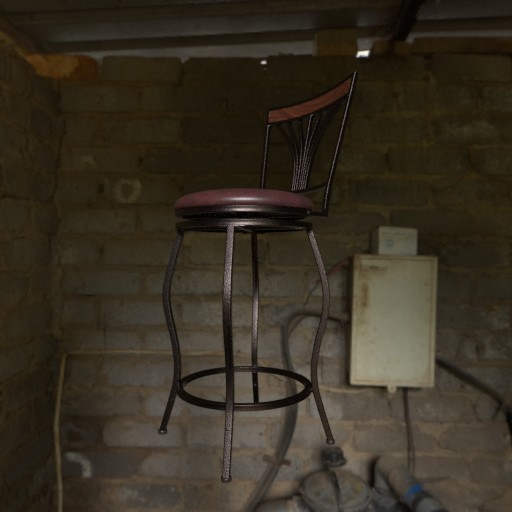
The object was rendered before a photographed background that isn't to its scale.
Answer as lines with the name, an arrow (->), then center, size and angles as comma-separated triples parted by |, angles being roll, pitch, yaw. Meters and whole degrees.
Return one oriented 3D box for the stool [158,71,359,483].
stool -> 0.000, 0.000, 1.385 | 0.514, 1.117, 0.433 | 0, 0, -37
